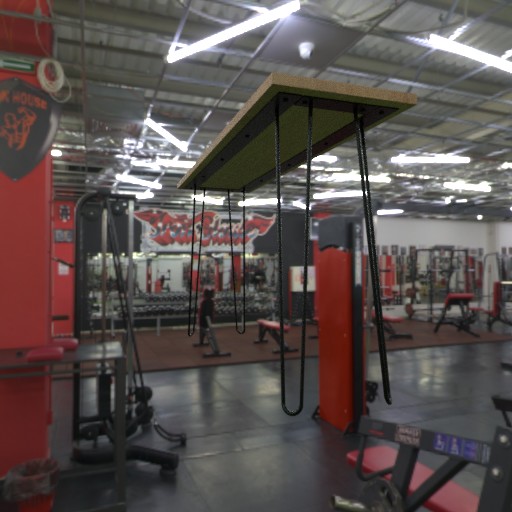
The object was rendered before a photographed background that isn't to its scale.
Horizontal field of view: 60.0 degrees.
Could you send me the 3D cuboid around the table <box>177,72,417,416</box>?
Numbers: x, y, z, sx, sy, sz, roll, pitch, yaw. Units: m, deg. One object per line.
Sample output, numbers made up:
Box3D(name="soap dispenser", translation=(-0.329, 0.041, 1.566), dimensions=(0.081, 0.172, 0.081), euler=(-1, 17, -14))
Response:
Box3D(name="table", translation=(0.000, 0.000, 1.726), dimensions=(0.399, 0.799, 1.400), euler=(1, -2, -19))
